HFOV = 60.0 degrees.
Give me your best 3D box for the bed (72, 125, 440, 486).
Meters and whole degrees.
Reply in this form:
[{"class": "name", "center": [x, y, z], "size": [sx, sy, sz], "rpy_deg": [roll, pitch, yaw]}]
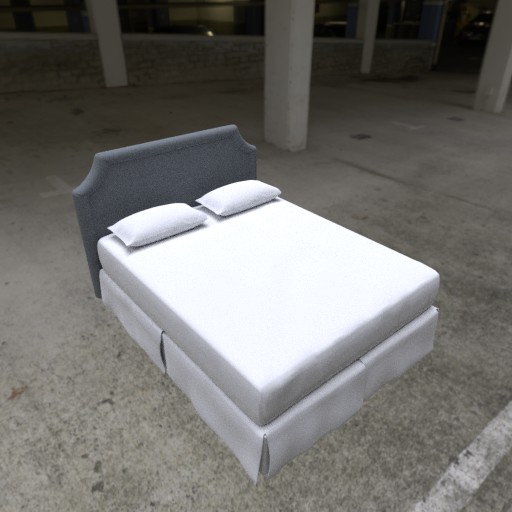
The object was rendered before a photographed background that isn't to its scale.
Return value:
[{"class": "bed", "center": [0.000, 0.000, 3.327], "size": [1.811, 1.296, 2.259], "rpy_deg": [-23, 38, -33]}]
